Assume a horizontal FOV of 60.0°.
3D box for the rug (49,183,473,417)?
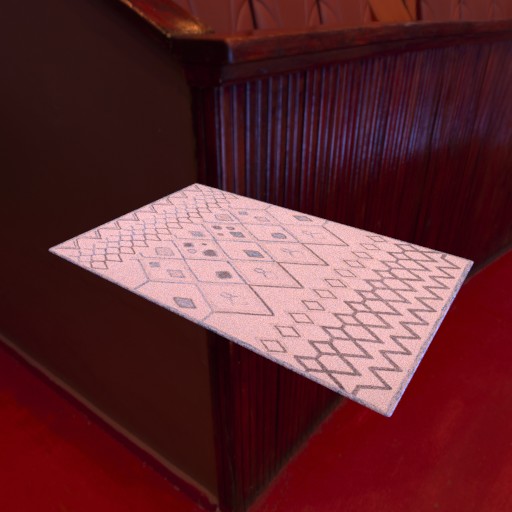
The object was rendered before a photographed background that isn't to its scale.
[{"bbox_3d":[0.000,0.000,2.989,2.439,0.015,1.524,20,36,30],"label":"rug"}]
